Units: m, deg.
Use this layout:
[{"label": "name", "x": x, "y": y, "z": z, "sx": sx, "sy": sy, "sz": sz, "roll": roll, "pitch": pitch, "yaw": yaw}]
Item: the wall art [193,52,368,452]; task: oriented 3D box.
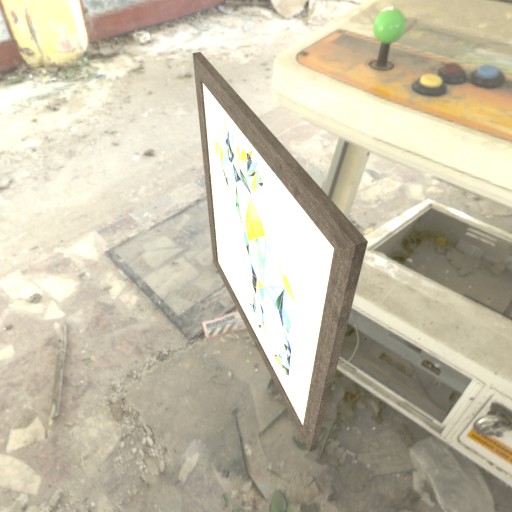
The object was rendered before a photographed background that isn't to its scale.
[{"label": "wall art", "x": 0.000, "y": 0.000, "z": 0.690, "sx": 0.013, "sy": 0.457, "sz": 0.457, "roll": -17, "pitch": 48, "yaw": -16}]
